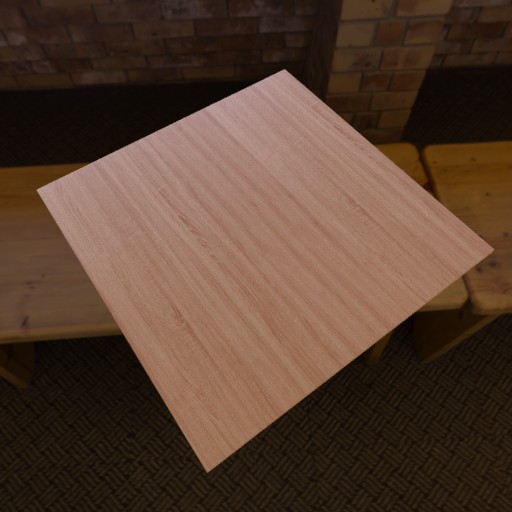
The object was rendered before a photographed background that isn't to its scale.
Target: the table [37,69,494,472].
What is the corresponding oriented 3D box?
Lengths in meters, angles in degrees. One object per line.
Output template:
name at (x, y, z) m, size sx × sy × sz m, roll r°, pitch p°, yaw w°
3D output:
table at (0.000, 0.000, 1.038) m, size 0.670 × 0.305 × 0.670 m, roll -32°, pitch 65°, yaw -17°
